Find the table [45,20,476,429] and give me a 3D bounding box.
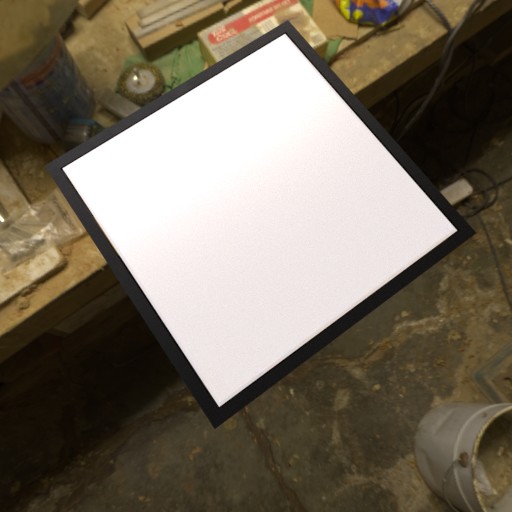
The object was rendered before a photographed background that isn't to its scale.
[{"bbox_3d":[0.000,0.000,0.801,0.378,0.540,0.378,-35,78,-9],"label":"table"}]
